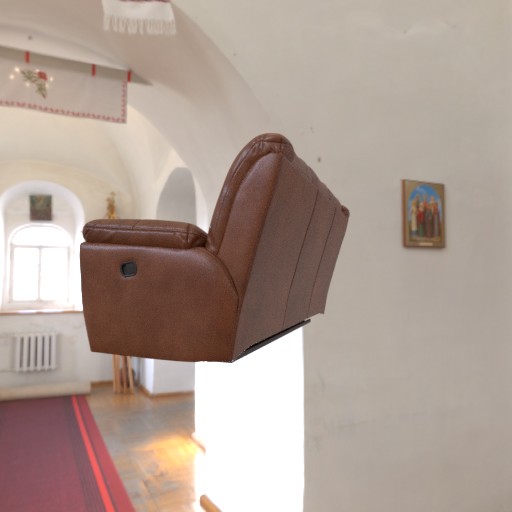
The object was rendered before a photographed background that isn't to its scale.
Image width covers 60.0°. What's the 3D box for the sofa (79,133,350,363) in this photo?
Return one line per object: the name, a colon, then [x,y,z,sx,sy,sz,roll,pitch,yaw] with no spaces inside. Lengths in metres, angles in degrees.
sofa: [0.000,0.000,2.925,0.991,1.043,2.337,-1,-2,18]
